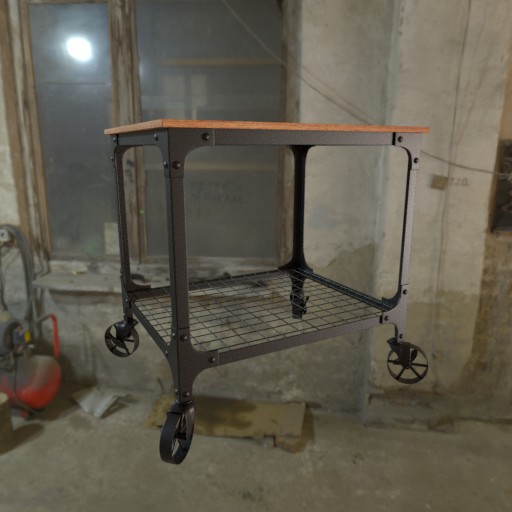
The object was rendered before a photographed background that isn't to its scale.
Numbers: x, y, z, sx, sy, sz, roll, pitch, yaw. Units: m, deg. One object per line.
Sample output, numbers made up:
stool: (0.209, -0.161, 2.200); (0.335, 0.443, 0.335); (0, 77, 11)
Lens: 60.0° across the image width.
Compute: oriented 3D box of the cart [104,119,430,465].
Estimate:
cart: (0.000, 0.000, 1.090); (0.666, 0.603, 0.558); (-7, 16, -28)
